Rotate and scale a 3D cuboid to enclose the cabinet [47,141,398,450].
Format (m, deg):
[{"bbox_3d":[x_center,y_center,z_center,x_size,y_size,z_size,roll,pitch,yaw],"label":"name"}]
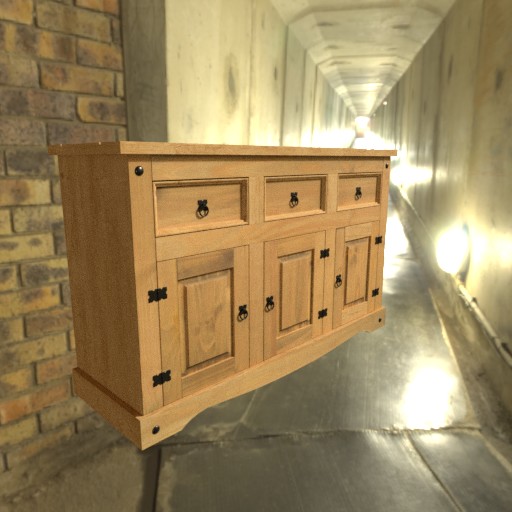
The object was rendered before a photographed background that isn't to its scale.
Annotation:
[{"bbox_3d":[0.000,0.000,1.709,0.432,0.810,1.321,12,17,44],"label":"cabinet"}]
